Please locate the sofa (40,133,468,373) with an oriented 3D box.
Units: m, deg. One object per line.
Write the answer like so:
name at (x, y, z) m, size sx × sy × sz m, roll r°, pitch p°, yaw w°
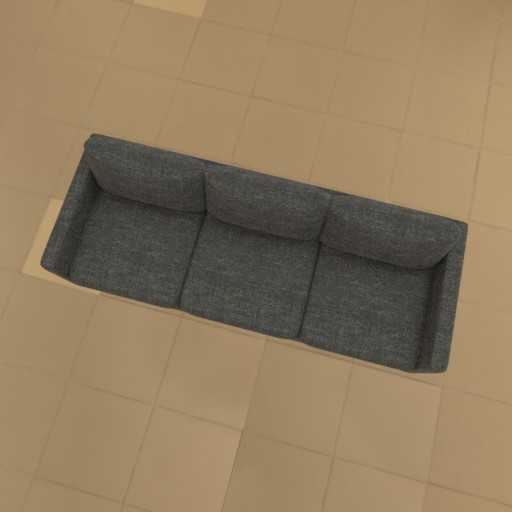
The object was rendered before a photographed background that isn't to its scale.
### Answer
sofa at (0.000, 0.000, 2.624) m, size 2.218 × 0.874 × 0.859 m, roll 14°, pitch 76°, yaw 4°
